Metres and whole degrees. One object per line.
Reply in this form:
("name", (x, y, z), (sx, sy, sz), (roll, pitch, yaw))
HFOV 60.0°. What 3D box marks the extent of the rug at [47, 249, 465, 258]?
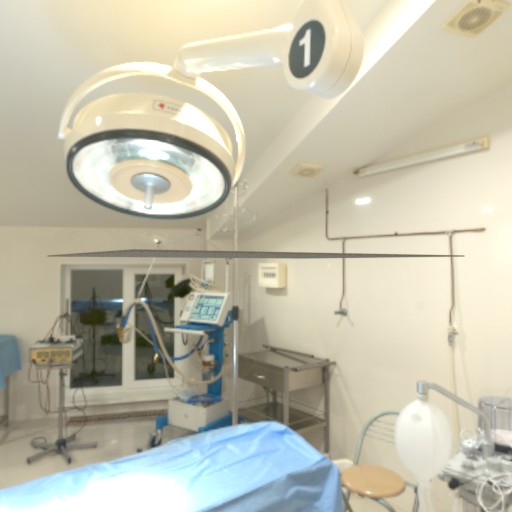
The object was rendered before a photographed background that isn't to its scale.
("rug", (0.000, 0.000, 2.913), (2.235, 0.008, 1.600), (1, -1, -36))
